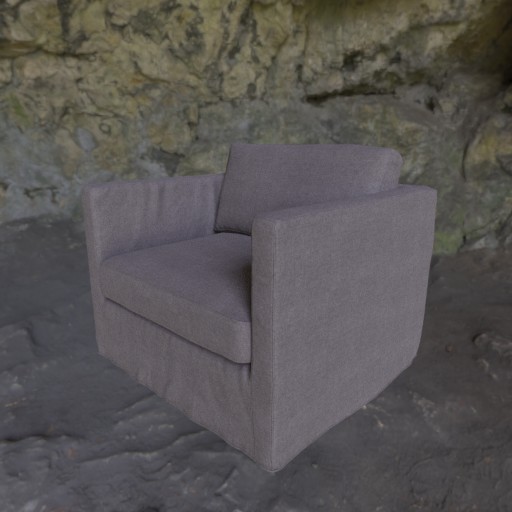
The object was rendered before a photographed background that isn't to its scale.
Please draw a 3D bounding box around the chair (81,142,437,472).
[{"bbox_3d":[0.000,0.000,1.760,1.057,0.863,0.949,15,21,42],"label":"chair"}]
